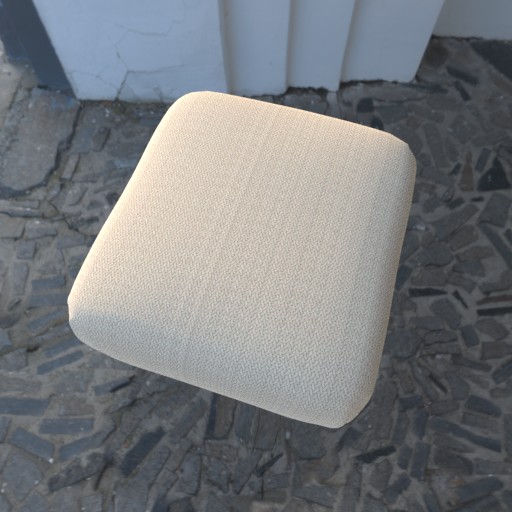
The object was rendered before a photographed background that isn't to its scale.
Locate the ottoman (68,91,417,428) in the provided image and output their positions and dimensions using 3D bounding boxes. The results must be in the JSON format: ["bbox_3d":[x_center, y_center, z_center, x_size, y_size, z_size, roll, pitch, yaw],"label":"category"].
[{"bbox_3d":[0.000,0.000,1.080,0.622,0.447,0.684,16,64,8],"label":"ottoman"}]
